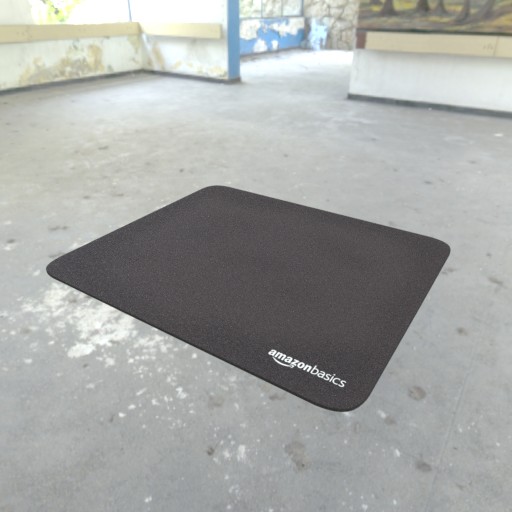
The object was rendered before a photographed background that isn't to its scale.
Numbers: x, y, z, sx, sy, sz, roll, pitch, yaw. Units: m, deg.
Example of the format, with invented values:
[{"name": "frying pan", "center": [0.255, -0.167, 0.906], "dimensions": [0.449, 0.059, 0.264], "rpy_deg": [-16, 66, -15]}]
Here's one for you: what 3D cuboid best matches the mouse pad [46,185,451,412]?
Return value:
[{"name": "mouse pad", "center": [0.000, 0.000, 0.342], "dimensions": [0.249, 0.002, 0.211], "rpy_deg": [18, 35, 29]}]
